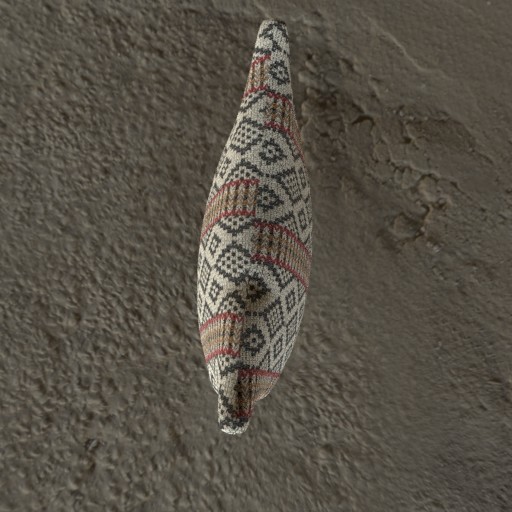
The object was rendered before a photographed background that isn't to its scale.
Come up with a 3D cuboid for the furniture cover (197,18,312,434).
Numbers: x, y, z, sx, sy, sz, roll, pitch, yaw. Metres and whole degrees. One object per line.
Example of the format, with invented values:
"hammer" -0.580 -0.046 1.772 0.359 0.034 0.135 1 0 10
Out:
"furniture cover" 0.000 0.000 0.746 0.182 0.506 0.503 5 75 1
